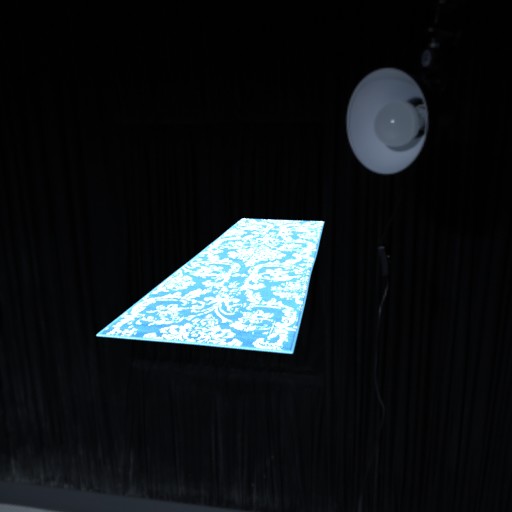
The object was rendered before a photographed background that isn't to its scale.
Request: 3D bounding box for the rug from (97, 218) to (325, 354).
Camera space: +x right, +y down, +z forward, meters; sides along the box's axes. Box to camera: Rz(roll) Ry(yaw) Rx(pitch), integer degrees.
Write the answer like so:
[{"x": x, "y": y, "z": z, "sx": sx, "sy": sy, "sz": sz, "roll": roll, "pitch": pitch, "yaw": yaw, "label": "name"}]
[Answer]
[{"x": 0.000, "y": 0.000, "z": 2.455, "sx": 0.662, "sy": 0.011, "sz": 2.196, "roll": 3, "pitch": 15, "yaw": 11, "label": "rug"}]
